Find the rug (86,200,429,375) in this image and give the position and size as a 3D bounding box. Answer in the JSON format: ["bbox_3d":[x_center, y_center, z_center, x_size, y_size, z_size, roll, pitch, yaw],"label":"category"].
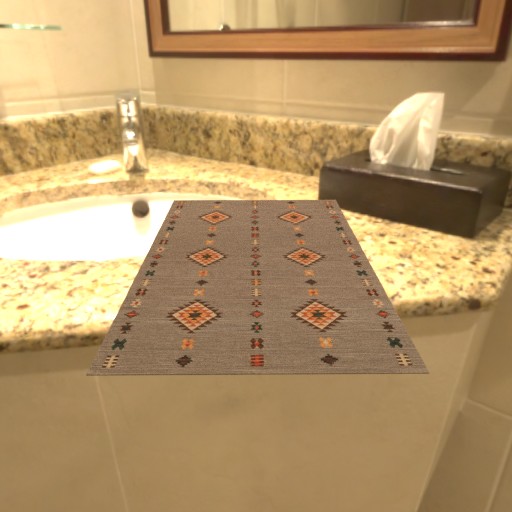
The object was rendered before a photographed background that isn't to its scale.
[{"bbox_3d":[0.000,0.000,3.050,1.515,0.007,2.427,0,25,0],"label":"rug"}]
